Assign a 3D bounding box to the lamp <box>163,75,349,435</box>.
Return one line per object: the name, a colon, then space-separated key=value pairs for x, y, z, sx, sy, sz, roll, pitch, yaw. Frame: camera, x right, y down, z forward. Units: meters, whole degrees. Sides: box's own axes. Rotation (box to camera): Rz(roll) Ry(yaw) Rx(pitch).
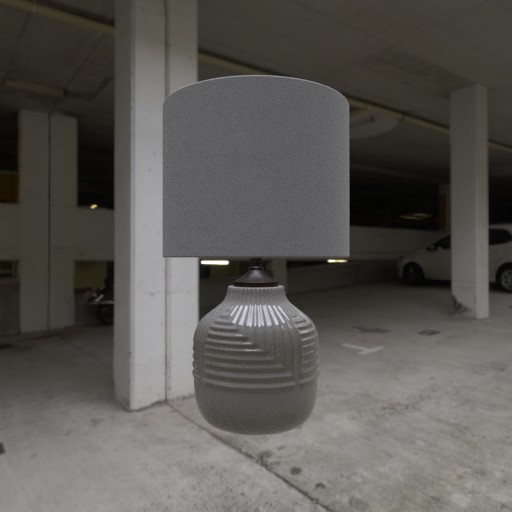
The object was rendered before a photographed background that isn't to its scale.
lamp: x=0.000 y=0.000 z=0.770 sx=0.318 sy=0.567 sz=0.318 roll=0 pitch=0 yaw=0
